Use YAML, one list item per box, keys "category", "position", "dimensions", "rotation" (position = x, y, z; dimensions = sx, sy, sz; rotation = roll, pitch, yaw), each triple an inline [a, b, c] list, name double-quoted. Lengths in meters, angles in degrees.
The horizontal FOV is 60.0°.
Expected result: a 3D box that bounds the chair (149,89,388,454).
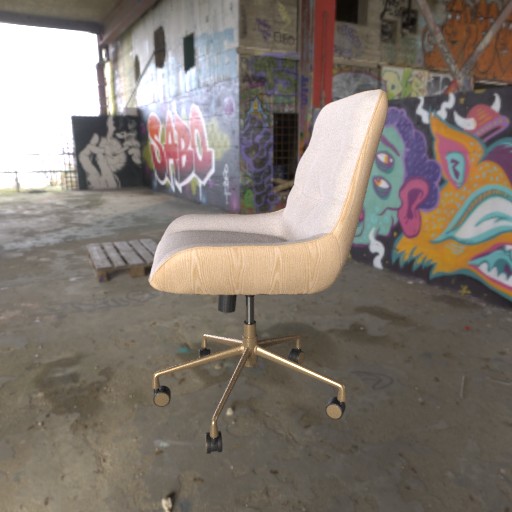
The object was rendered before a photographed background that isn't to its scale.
- category: "chair"
  position: [0.000, 0.000, 1.357]
  dimensions: [0.668, 0.952, 0.564]
  rotation: [-2, 14, -9]
